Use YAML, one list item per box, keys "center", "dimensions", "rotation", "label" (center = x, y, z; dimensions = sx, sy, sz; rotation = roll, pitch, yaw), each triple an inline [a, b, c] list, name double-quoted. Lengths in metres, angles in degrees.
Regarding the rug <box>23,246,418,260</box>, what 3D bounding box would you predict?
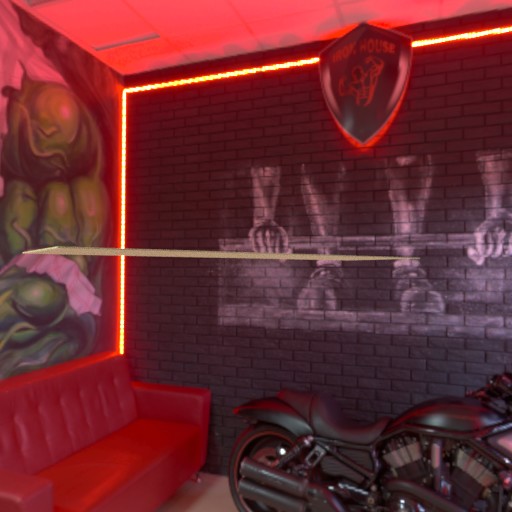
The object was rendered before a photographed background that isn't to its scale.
- center: [0.000, 0.000, 2.701]
  dimensions: [2.437, 0.006, 0.686]
  rotation: [1, -2, -38]
  label: "rug"
